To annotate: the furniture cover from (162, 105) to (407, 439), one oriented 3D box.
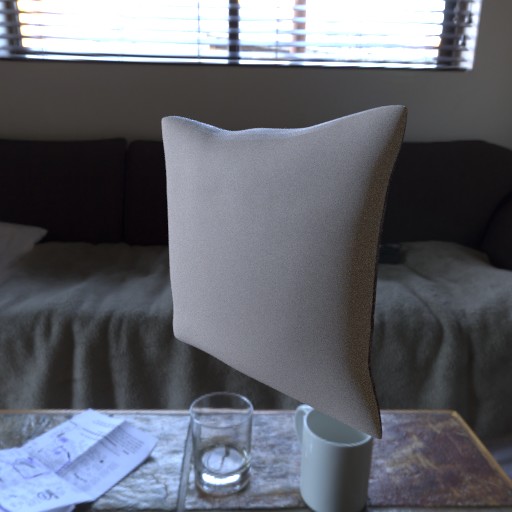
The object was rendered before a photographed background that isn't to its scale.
[{"bbox_3d":[0.000,0.000,0.823,0.552,0.509,0.193,14,21,42],"label":"furniture cover"}]
